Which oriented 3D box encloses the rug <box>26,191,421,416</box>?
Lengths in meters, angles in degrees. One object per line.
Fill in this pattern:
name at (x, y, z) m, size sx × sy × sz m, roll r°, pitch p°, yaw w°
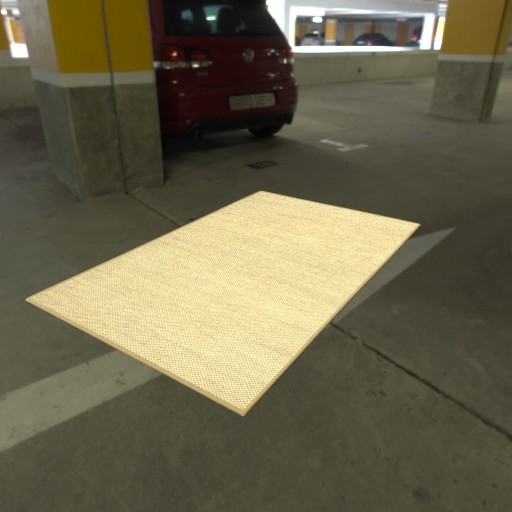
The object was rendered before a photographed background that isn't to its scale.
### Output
rug at (0.000, 0.000, 2.086) m, size 1.062 × 0.013 × 1.667 m, roll 17°, pitch 31°, yaw 30°
